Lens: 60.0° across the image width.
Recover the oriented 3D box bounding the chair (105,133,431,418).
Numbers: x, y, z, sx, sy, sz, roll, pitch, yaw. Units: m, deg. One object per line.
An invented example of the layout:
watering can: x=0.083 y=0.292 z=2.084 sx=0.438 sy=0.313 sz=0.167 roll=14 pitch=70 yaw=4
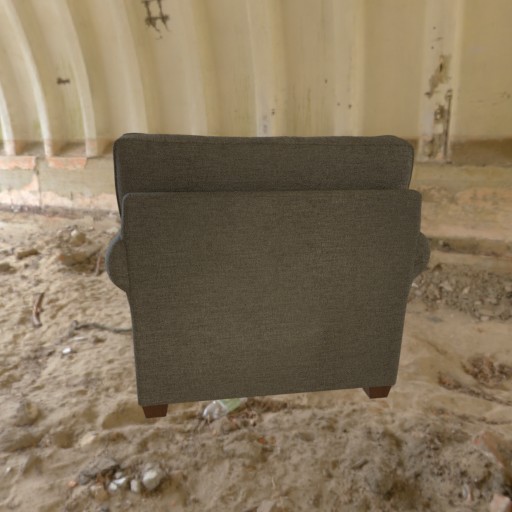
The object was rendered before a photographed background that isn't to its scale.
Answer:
chair: x=0.000 y=0.000 z=1.844 sx=1.092 sy=0.961 sz=0.965 roll=-2 pitch=13 yaw=-9
